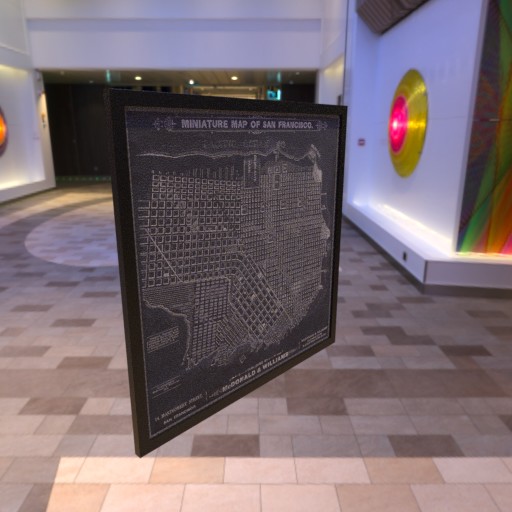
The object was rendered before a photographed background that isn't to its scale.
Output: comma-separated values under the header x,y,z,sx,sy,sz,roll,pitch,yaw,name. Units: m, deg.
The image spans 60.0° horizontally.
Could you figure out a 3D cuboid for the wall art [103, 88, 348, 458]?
x,y,z,sx,sy,sz,roll,pitch,yaw,name
0.000,0.000,1.210,0.022,0.807,0.807,14,21,41,wall art
